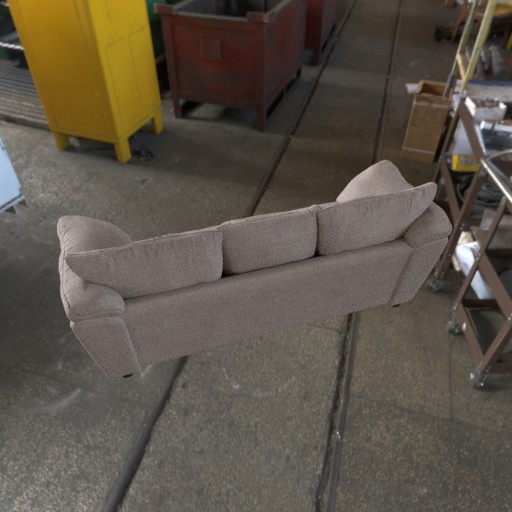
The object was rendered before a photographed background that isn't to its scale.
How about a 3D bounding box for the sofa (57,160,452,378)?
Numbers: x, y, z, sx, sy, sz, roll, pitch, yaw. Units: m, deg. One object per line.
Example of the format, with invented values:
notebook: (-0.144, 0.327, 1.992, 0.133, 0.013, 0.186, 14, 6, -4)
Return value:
sofa: (0.000, 0.000, 2.909, 2.334, 0.996, 0.878, -12, 44, -13)
